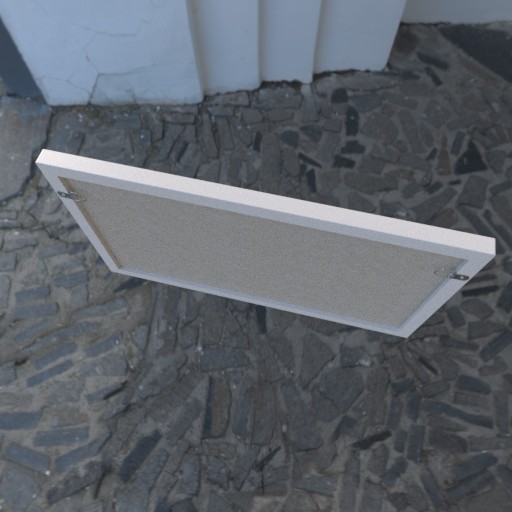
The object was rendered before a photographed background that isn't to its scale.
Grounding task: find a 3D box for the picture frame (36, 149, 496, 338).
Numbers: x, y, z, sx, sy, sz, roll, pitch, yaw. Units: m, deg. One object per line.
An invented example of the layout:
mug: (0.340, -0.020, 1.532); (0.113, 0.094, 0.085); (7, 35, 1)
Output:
picture frame: (0.000, 0.000, 0.783); (0.647, 0.379, 0.044); (12, 64, 6)
